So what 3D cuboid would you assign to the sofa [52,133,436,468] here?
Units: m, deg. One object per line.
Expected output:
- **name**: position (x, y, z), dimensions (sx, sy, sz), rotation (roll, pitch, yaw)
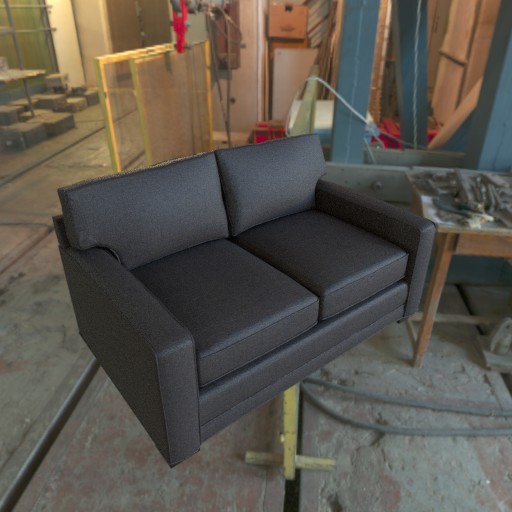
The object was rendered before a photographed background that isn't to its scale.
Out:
- **sofa**: position (0.000, 0.000, 2.140), dimensions (1.534, 0.887, 0.974), rotation (-21, 36, -33)
